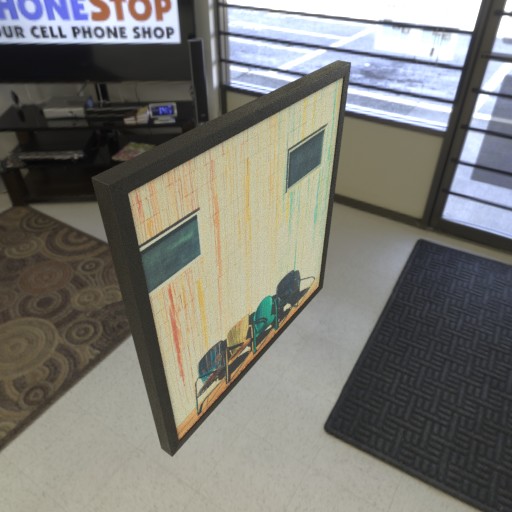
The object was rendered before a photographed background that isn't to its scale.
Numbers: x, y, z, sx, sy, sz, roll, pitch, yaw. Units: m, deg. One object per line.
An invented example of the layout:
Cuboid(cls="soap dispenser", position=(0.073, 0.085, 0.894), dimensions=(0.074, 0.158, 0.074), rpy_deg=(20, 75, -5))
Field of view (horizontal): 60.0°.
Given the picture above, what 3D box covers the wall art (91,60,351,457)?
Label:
Cuboid(cls="wall art", position=(0.000, 0.000, 1.111), dimensions=(0.039, 0.763, 0.763), rpy_deg=(24, 44, 27))
